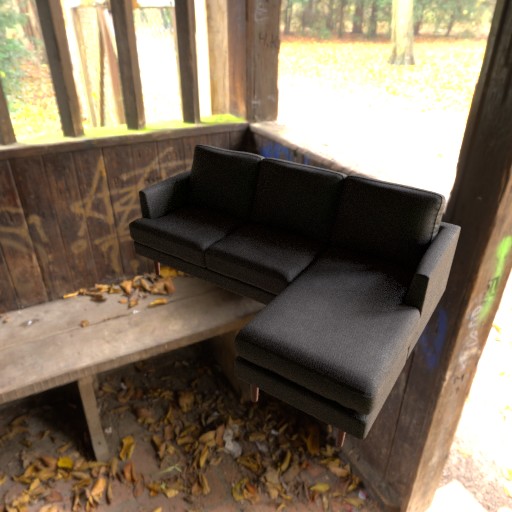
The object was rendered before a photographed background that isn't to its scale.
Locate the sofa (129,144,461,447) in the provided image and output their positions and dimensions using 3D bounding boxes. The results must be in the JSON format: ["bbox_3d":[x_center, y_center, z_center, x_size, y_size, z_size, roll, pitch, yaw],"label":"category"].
[{"bbox_3d":[0.000,0.000,2.995,2.233,0.956,1.504,19,35,29],"label":"sofa"}]
